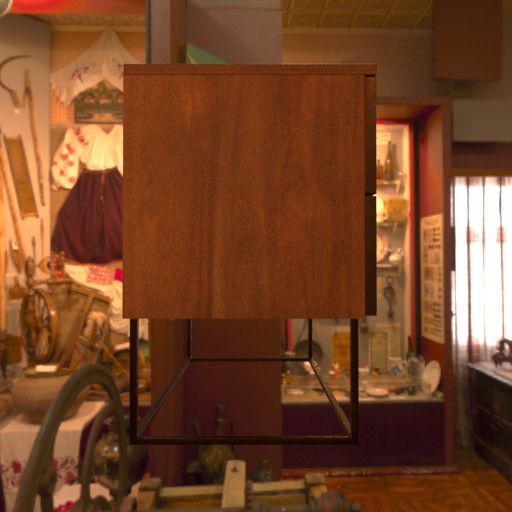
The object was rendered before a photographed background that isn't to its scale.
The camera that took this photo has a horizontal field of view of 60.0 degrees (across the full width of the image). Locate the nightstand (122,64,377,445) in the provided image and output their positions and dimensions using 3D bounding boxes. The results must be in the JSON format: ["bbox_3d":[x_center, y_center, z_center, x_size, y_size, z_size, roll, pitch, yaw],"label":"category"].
[{"bbox_3d":[0.000,0.000,1.010,0.427,0.611,0.605,0,-1,0],"label":"nightstand"}]
